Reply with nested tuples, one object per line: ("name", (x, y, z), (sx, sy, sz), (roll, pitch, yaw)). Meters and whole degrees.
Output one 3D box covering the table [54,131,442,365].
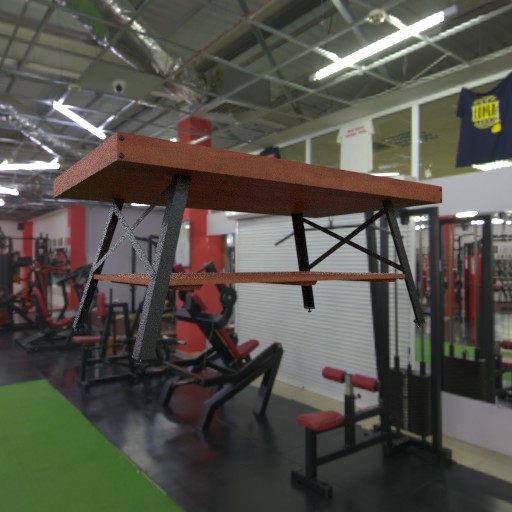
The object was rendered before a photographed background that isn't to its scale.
("table", (0.000, 0.000, 1.393), (1.067, 0.457, 0.610), (1, -1, -35))
